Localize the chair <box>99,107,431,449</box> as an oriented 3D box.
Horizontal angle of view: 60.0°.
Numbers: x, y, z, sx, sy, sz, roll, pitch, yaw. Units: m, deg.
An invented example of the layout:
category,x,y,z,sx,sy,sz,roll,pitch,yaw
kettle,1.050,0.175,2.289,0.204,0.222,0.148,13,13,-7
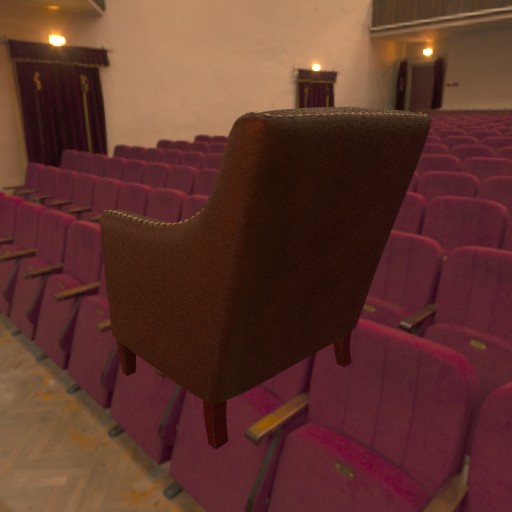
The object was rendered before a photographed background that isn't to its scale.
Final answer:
category,x,y,z,sx,sy,sz,roll,pitch,yaw
chair,0.000,0.000,1.285,0.639,0.813,0.704,-16,24,-41
